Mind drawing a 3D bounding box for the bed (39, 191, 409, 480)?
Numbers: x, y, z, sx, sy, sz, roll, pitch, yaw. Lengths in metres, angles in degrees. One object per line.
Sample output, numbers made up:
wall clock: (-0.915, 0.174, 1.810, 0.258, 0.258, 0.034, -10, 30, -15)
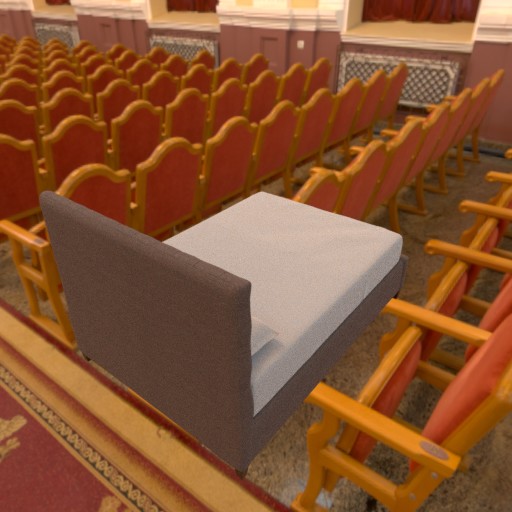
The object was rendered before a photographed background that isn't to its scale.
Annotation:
bed: (0.000, 0.000, 3.510, 1.698, 1.427, 2.387, 22, 38, 32)
